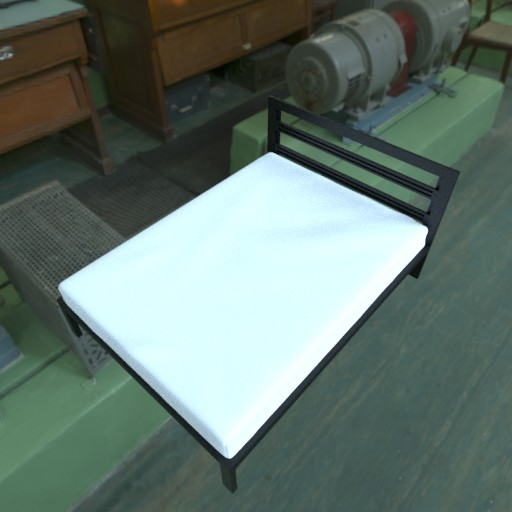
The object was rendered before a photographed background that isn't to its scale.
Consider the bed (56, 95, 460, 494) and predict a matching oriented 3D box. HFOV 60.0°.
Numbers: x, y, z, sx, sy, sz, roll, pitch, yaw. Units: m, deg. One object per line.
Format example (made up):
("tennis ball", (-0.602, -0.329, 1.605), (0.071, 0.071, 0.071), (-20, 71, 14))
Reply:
("bed", (0.000, 0.000, 2.874), (1.524, 0.967, 2.062), (33, 54, 28))
